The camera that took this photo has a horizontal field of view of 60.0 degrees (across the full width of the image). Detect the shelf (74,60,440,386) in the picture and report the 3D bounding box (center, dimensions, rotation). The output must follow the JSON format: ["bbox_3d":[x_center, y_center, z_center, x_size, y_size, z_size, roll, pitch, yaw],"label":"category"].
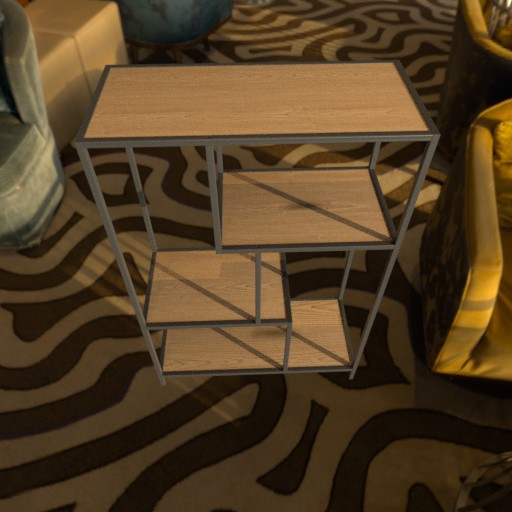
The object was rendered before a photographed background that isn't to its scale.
[{"bbox_3d":[0.000,0.000,1.472,0.770,1.138,0.350,-2,48,-1],"label":"shelf"}]
